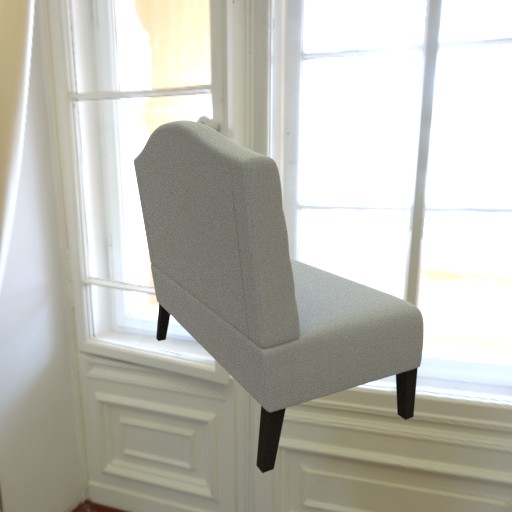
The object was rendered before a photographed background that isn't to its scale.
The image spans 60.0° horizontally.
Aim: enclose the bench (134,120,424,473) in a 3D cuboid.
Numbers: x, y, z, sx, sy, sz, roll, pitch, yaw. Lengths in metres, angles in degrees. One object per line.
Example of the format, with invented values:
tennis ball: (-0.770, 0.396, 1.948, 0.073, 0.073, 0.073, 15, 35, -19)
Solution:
bench: (0.000, 0.000, 2.069, 0.815, 1.180, 1.335, -7, 14, -27)
